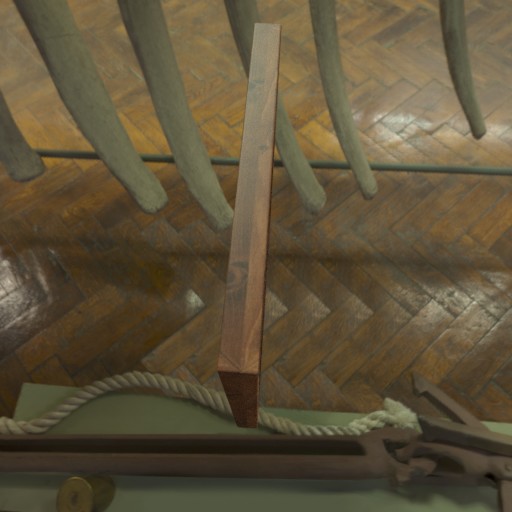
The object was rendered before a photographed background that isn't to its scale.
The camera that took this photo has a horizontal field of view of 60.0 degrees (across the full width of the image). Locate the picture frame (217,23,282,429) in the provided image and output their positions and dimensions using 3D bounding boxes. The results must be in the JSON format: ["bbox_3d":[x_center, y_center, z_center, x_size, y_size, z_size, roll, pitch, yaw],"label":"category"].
[{"bbox_3d":[0.000,0.000,0.530,0.028,0.356,0.352,4,63,2],"label":"picture frame"}]
